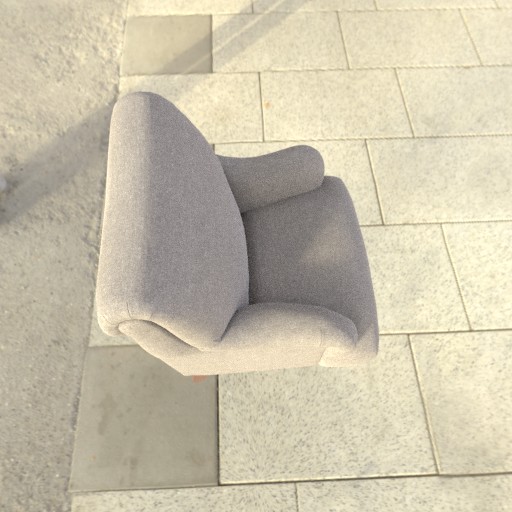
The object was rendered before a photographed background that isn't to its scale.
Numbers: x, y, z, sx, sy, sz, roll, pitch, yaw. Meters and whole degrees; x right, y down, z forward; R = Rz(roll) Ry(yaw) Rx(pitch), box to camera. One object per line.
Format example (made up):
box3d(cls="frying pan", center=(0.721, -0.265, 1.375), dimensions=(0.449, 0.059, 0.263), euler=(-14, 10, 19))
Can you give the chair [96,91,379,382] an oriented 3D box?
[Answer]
box3d(cls="chair", center=(0.000, 0.000, 1.584), dimensions=(0.843, 0.942, 0.766), euler=(-4, 63, -2))
